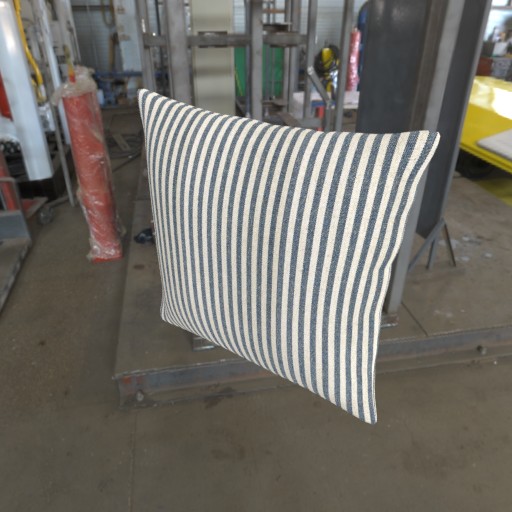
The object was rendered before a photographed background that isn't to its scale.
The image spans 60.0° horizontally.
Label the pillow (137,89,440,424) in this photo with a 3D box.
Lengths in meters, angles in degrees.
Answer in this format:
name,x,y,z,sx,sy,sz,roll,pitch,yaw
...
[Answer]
name,x,y,z,sx,sy,sz,roll,pitch,yaw
pillow,0.000,0.000,0.779,0.523,0.510,0.166,19,36,29
